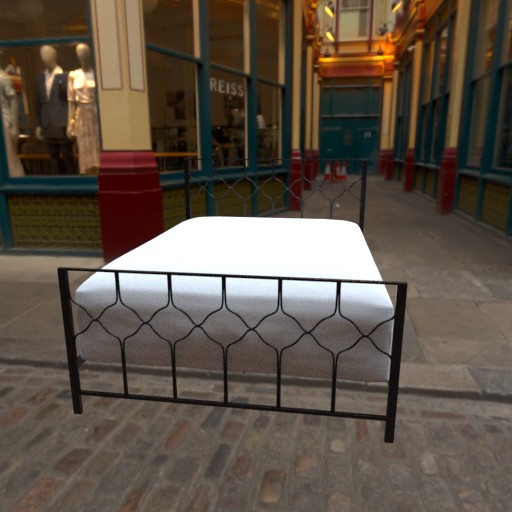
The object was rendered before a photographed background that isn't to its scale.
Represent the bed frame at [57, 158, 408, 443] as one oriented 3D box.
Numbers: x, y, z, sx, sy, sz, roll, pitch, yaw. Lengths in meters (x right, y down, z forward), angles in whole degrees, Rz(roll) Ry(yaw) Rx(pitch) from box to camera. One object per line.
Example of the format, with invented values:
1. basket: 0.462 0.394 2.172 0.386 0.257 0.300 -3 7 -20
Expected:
1. bed frame: 0.000 0.000 3.013 1.597 1.222 2.063 2 14 8
